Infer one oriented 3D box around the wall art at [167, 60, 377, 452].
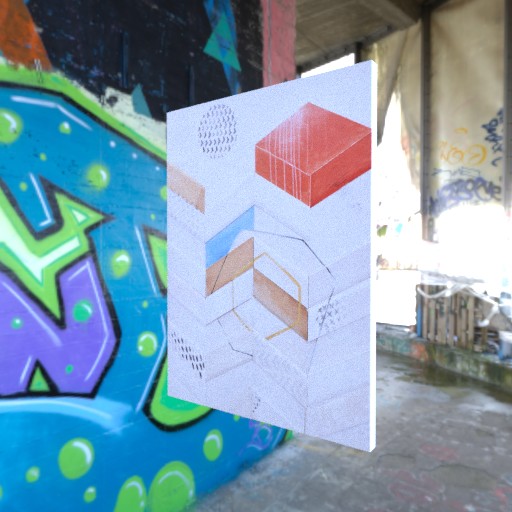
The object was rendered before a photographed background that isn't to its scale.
[{"bbox_3d":[0.000,0.000,1.662,0.914,1.221,0.046,1,1,36],"label":"wall art"}]
